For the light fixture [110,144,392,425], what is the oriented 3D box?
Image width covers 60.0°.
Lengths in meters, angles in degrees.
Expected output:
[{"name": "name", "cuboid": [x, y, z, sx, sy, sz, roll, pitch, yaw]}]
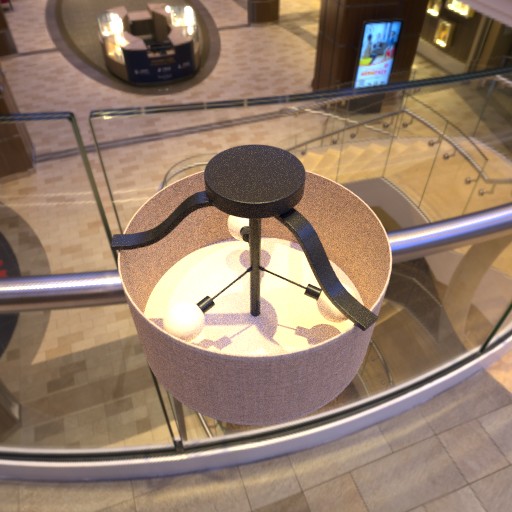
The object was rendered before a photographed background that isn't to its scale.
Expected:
[{"name": "light fixture", "cuboid": [0.000, 0.000, 0.659, 0.390, 0.306, 0.390, 0, 46, 0]}]
